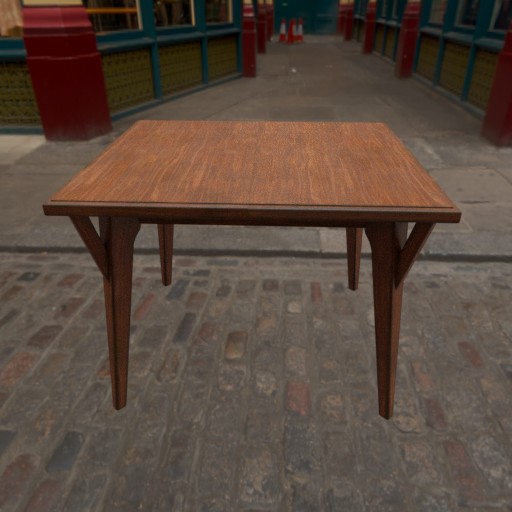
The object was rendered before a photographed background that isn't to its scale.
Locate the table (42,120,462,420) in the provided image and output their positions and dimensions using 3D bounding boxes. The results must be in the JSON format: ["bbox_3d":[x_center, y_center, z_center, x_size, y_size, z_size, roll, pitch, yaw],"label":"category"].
[{"bbox_3d":[0.000,0.000,1.593,0.991,0.761,0.838,1,30,2],"label":"table"}]
